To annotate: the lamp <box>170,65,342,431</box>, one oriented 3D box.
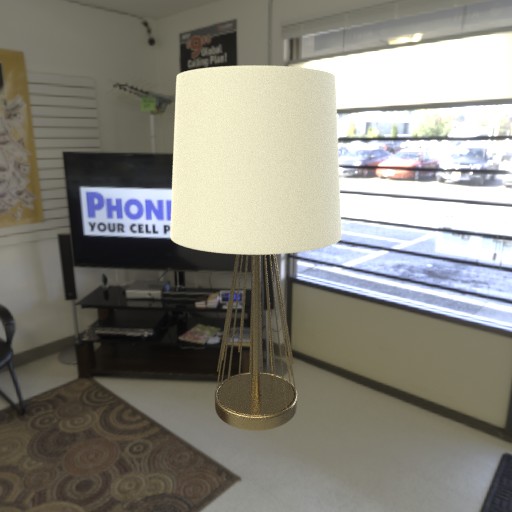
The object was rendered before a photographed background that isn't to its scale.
[{"bbox_3d":[0.000,0.000,0.808,0.303,0.618,0.303,0,15,0],"label":"lamp"}]
